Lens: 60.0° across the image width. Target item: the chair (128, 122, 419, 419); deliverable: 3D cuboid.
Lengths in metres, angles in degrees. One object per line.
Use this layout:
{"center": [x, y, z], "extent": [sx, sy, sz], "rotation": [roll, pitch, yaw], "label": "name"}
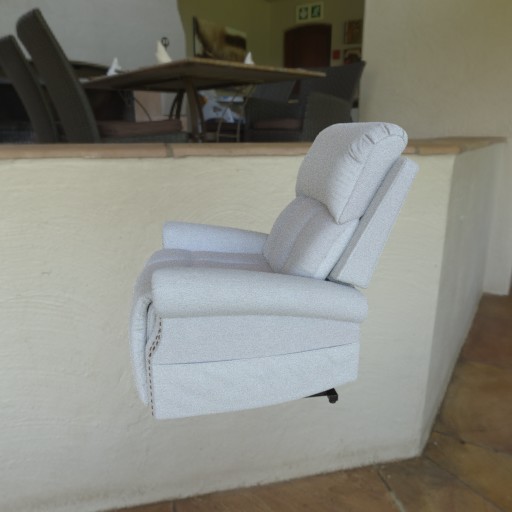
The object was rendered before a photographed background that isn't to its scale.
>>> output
{"center": [0.000, 0.000, 1.788], "extent": [0.979, 1.031, 0.871], "rotation": [-3, 16, -9], "label": "chair"}
